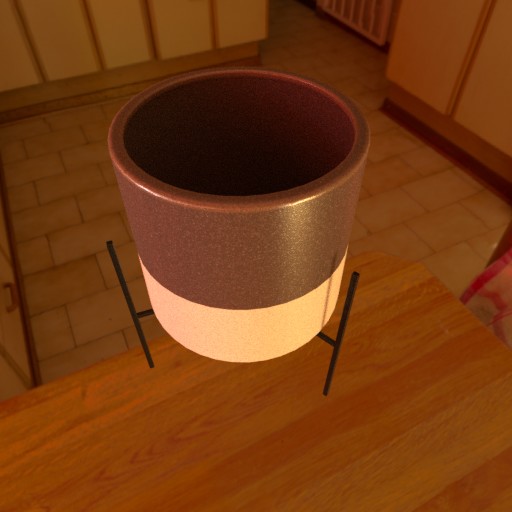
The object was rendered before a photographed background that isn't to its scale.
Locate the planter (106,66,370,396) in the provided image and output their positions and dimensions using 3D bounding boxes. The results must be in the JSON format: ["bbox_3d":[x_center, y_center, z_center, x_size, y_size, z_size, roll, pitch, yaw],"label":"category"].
[{"bbox_3d":[0.000,0.000,0.526,0.260,0.353,0.250,25,52,22],"label":"planter"}]
